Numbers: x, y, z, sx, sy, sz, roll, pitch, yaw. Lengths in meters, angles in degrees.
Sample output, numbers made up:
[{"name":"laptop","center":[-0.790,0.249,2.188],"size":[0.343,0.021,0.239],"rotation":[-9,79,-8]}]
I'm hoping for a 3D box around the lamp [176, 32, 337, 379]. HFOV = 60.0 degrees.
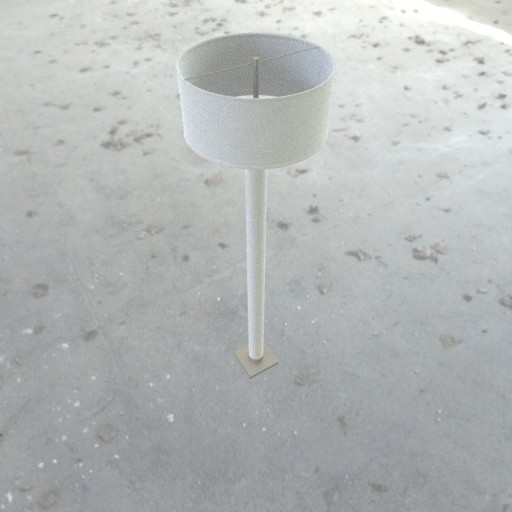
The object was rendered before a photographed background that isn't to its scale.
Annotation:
[{"name":"lamp","center":[0.000,0.000,1.679],"size":[0.420,1.475,0.420],"rotation":[-23,50,-21]}]
